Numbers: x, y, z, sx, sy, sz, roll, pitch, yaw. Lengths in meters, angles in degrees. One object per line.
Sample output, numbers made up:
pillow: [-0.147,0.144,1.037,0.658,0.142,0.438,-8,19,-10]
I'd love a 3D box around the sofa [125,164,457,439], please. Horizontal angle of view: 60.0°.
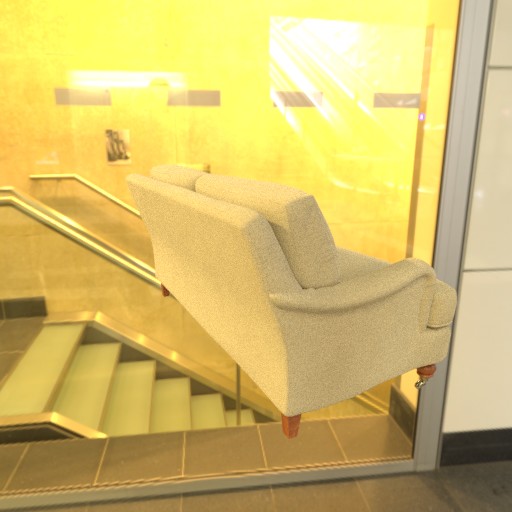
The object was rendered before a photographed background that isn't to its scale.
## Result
sofa: [0.000,0.000,2.628,1.091,0.997,2.070,-7,17,-26]
